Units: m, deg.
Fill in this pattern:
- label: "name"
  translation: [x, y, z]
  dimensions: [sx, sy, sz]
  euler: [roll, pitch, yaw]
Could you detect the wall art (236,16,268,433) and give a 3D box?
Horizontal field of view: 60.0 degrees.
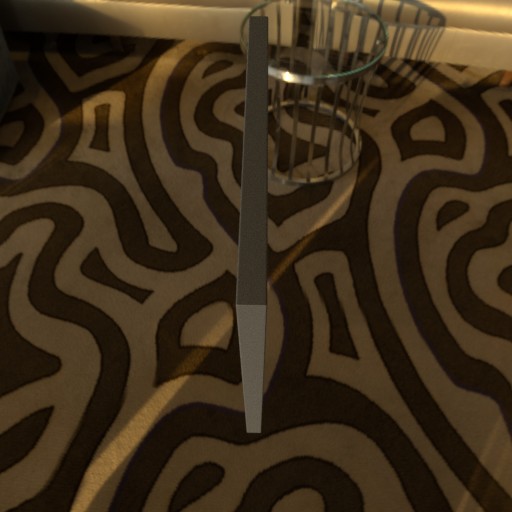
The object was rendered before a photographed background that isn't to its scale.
- label: "wall art"
  translation: [0.000, 0.000, 0.745]
  dimensions: [0.028, 0.558, 0.457]
  euler: [1, 58, 1]
